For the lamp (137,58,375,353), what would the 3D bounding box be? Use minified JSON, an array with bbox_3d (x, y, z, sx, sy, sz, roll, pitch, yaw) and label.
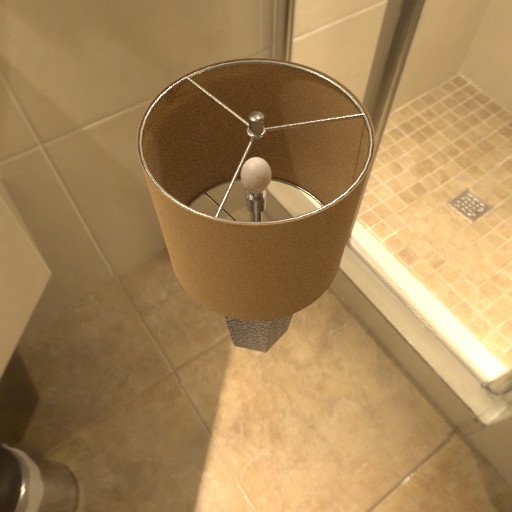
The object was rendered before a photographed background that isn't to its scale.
[{"bbox_3d":[0.000,0.000,0.870,0.320,0.682,0.320,15,59,9],"label":"lamp"}]
